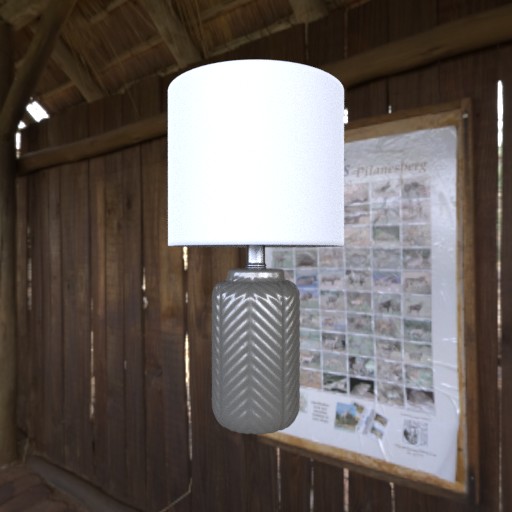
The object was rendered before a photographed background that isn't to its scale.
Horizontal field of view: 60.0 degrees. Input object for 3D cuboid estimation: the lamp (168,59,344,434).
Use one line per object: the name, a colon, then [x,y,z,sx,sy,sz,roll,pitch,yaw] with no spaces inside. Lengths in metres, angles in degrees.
lamp: [0.000,0.000,0.523,0.203,0.389,0.203,0,0,18]
